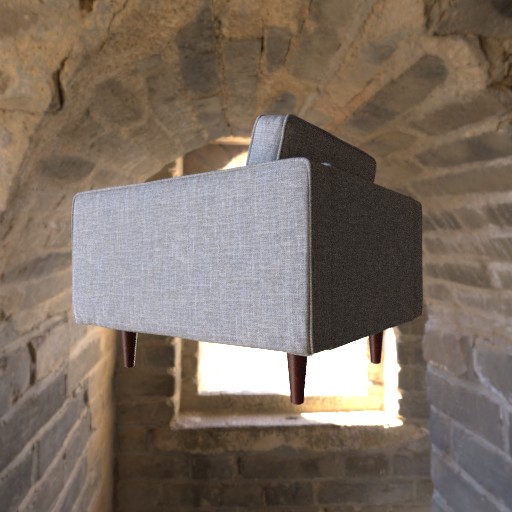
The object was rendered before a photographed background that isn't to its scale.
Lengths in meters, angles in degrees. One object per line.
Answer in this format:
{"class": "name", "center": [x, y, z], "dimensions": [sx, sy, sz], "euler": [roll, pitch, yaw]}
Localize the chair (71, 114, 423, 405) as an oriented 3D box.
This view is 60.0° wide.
{"class": "chair", "center": [0.000, 0.000, 1.556], "dimensions": [0.914, 0.765, 0.889], "euler": [0, -1, 36]}
